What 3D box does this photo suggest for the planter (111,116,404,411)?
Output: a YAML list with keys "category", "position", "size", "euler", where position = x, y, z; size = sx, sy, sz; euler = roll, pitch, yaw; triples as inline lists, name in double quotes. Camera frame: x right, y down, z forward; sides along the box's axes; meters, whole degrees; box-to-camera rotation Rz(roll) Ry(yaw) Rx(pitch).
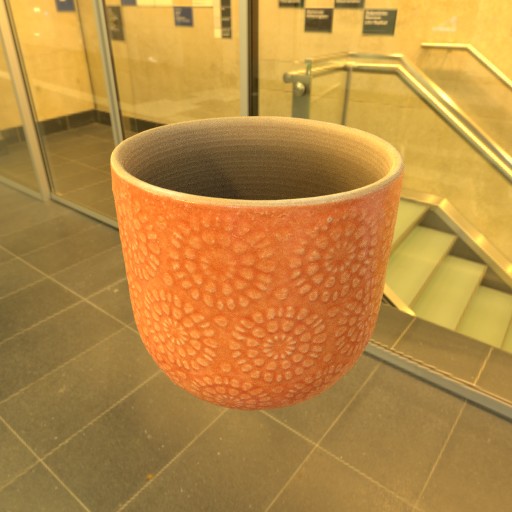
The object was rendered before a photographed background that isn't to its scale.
- category: "planter"
  position: [0.000, 0.000, 0.292]
  size: [0.170, 0.152, 0.170]
  euler: [0, 30, 0]
